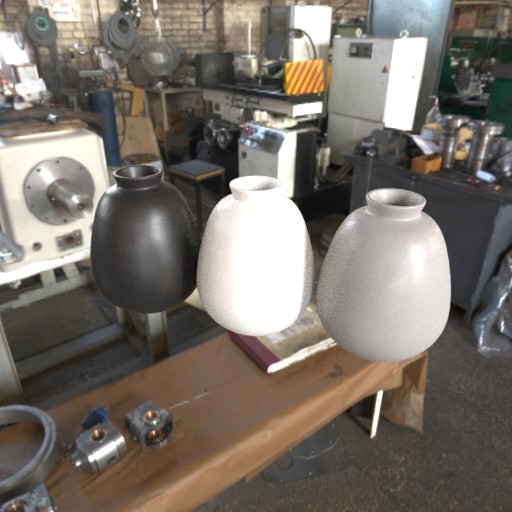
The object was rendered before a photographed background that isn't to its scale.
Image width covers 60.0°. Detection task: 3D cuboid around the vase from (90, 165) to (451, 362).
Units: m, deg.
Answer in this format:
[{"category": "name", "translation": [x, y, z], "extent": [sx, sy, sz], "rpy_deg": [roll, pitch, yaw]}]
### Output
[{"category": "vase", "translation": [0.000, 0.000, 0.357], "extent": [0.297, 0.122, 0.097], "rpy_deg": [8, 28, 16]}]
